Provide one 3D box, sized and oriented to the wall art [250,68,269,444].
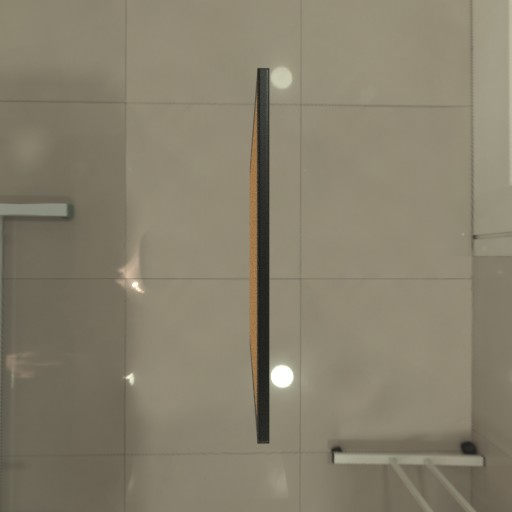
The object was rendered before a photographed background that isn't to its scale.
[{"bbox_3d":[0.000,0.000,0.895,0.016,0.657,0.480,0,90,-2],"label":"wall art"}]
